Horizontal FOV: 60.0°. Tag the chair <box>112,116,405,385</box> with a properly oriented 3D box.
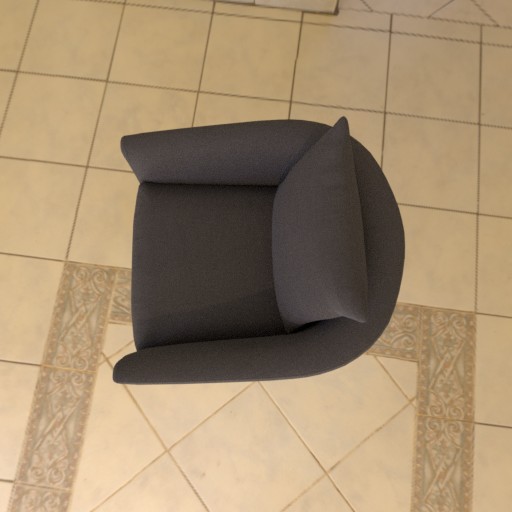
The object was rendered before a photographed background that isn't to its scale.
[{"bbox_3d":[0.000,0.000,1.578,0.910,0.848,0.845,-2,77,-1],"label":"chair"}]
